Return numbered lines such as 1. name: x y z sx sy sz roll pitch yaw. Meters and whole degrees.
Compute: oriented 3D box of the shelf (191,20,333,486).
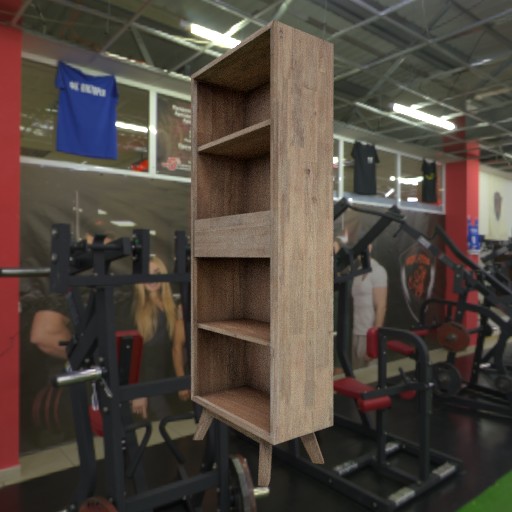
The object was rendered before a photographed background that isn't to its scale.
1. shelf: 0.000 0.000 1.527 0.267 1.342 0.491 0 0 -37
